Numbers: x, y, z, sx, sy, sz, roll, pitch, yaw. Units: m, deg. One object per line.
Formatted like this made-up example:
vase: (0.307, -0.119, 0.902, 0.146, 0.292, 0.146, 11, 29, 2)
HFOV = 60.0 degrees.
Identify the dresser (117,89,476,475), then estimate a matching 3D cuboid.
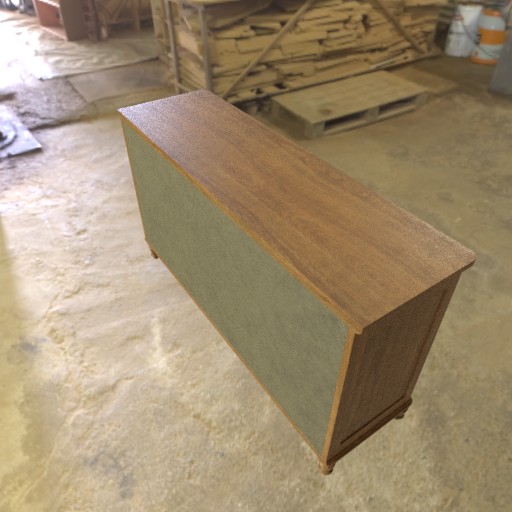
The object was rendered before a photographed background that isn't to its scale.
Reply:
dresser: (0.000, 0.000, 1.944, 0.468, 0.892, 1.583, -24, 46, -25)
